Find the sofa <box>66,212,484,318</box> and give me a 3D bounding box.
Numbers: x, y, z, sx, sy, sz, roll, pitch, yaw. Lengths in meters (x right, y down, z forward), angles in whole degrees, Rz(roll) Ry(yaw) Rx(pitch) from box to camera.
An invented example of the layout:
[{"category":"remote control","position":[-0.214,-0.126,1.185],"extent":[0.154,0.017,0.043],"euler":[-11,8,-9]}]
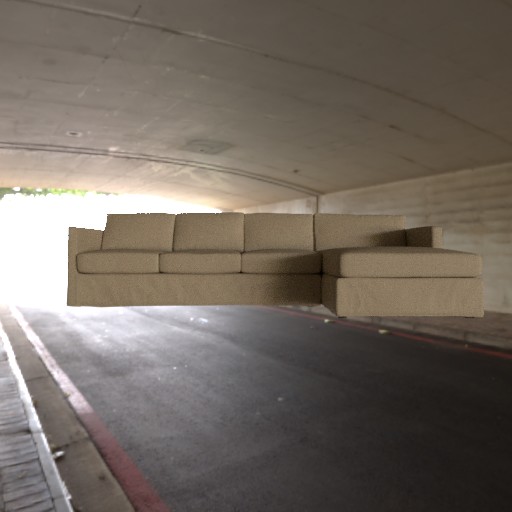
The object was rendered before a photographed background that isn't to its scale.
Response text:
[{"category":"sofa","position":[0.000,0.000,3.852],"extent":[3.206,0.871,1.622],"euler":[0,1,0]}]
